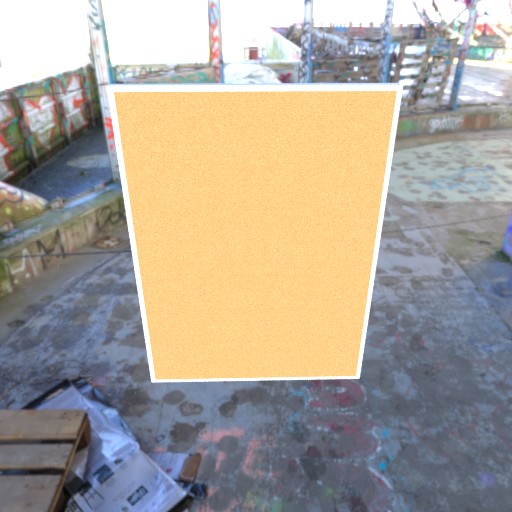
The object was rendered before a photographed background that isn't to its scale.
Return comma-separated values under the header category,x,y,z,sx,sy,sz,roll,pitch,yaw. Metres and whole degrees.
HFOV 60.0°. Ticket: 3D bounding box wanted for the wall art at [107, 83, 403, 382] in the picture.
category,x,y,z,sx,sy,sz,roll,pitch,yaw
wall art,0.000,0.000,1.676,0.914,1.221,0.046,-1,28,-1
